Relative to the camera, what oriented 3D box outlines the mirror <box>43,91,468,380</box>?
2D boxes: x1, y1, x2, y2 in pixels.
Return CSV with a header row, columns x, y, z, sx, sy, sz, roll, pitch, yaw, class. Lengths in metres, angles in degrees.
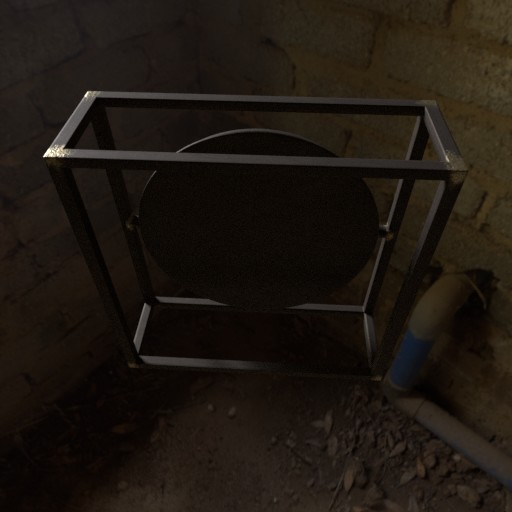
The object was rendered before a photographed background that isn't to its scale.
x,y,z,sx,sy,sz,roll,pitch,yaw,class
0.000,0.000,0.464,0.306,0.303,0.107,2,46,2,mirror
